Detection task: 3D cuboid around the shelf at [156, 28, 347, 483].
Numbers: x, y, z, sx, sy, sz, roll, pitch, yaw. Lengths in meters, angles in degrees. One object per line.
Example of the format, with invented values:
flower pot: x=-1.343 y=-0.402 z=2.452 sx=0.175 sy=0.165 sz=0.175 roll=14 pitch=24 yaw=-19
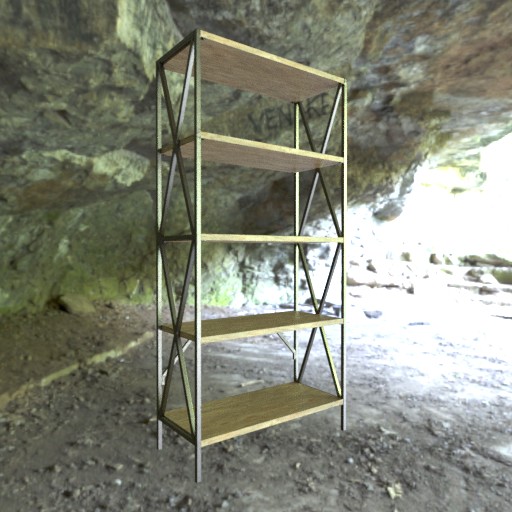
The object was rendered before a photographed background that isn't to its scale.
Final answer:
shelf: x=0.000 y=0.000 z=2.172 sx=0.874 sy=1.803 sz=0.386 roll=-1 pitch=1 yaw=-37
